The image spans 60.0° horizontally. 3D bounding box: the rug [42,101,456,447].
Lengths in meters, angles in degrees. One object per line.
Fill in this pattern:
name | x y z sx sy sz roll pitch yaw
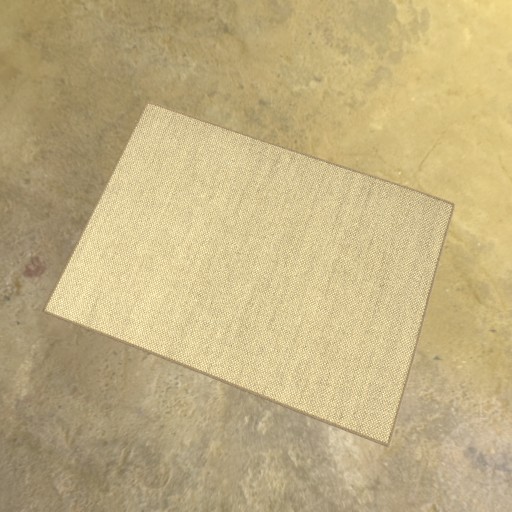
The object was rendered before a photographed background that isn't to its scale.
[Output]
rug | 0.000 0.000 2.683 2.115 0.013 1.517 20 76 5
